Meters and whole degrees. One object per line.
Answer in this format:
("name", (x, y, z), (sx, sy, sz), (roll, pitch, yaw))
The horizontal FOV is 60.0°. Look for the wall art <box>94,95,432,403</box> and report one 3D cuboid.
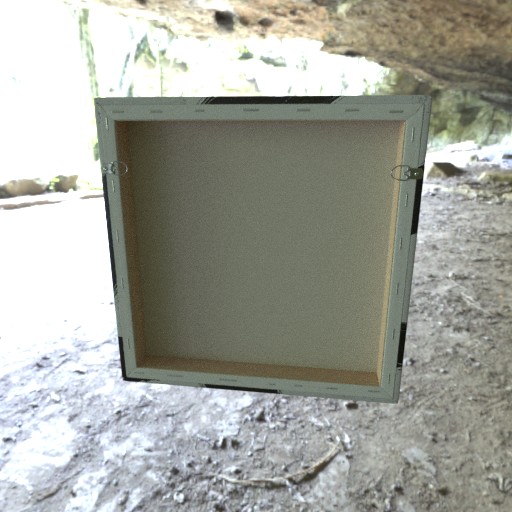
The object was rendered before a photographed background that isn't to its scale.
("wall art", (0.000, 0.000, 0.750), (0.507, 0.508, 0.050), (2, 17, 8))
